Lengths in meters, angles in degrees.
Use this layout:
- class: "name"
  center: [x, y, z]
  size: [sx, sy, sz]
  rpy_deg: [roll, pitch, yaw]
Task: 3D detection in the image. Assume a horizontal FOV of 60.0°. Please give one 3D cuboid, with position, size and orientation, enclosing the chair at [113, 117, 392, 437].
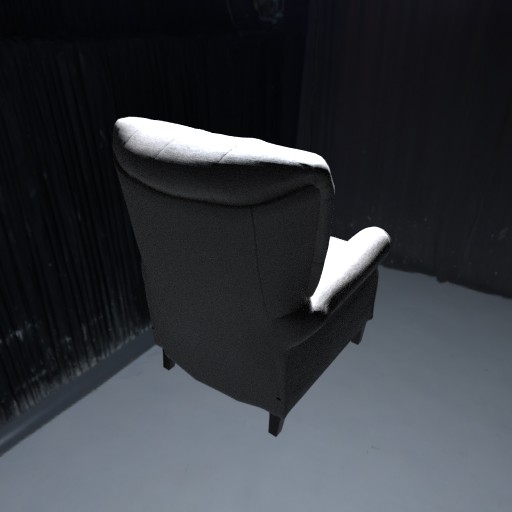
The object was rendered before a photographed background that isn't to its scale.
- class: "chair"
  center: [0.000, 0.000, 1.946]
  size: [0.942, 1.209, 1.025]
  rpy_deg: [20, 35, 32]
